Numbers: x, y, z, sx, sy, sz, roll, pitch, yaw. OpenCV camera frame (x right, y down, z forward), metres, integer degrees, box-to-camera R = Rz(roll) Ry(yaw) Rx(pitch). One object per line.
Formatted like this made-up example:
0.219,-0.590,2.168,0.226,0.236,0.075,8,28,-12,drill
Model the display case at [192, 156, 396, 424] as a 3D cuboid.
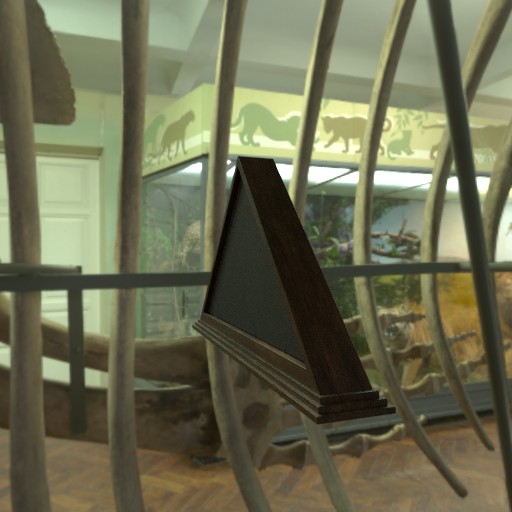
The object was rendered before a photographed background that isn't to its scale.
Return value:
0.000,0.000,0.765,0.095,0.340,0.640,0,0,-19,display case
